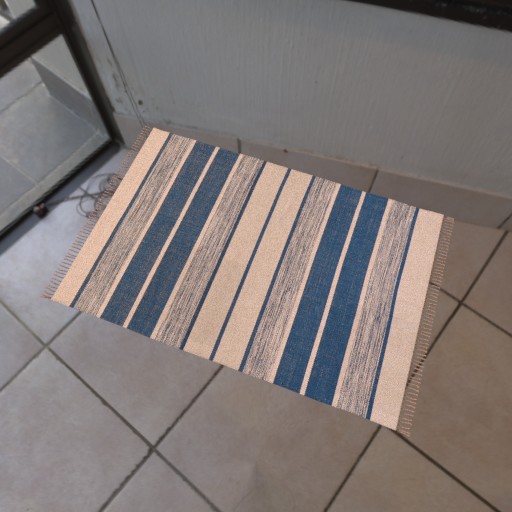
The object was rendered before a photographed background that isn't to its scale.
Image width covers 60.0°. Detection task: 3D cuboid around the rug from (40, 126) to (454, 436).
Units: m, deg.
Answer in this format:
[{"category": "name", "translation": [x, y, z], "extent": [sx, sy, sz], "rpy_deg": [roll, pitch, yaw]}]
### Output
[{"category": "rug", "translation": [0.000, 0.000, 3.019], "extent": [2.441, 0.010, 1.532], "rpy_deg": [19, 66, 8]}]
